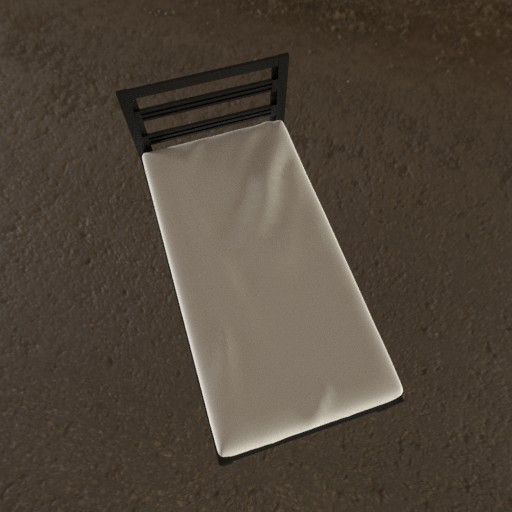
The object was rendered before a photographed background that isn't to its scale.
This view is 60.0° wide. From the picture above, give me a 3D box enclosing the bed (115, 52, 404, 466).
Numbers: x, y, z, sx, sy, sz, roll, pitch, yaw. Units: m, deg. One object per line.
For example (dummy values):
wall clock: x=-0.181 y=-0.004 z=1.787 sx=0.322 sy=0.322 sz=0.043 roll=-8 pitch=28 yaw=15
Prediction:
bed: x=0.000 y=0.000 z=2.504 sx=0.991 sy=0.967 sz=1.930 roll=-16 pitch=65 yaw=-8
